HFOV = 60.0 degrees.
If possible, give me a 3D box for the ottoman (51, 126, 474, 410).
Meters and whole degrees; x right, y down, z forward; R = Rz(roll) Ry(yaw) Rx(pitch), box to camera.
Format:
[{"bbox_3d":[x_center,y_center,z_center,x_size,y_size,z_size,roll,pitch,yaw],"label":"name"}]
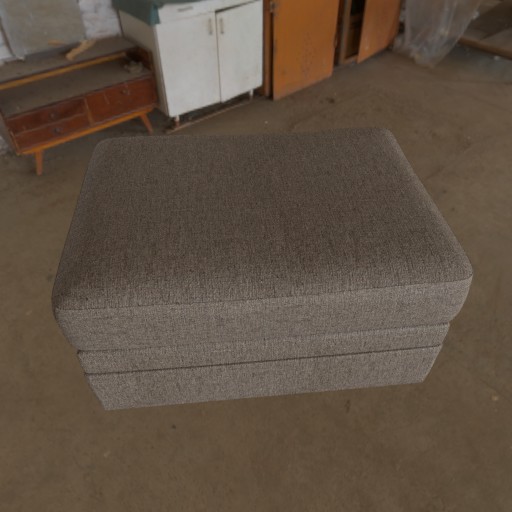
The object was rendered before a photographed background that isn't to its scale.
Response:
[{"bbox_3d":[0.000,0.000,1.210,0.885,0.478,0.637,-4,45,-4],"label":"ottoman"}]
